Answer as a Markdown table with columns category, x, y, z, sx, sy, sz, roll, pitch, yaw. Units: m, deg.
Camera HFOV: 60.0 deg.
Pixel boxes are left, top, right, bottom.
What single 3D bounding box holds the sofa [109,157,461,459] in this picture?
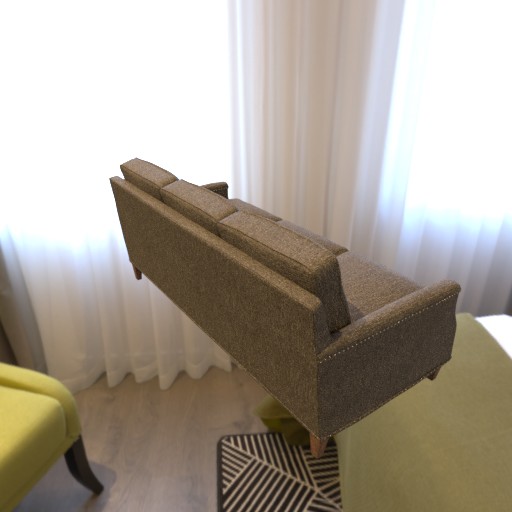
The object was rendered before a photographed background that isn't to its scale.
| category | x | y | z | sx | sy | sz | roll | pitch | yaw |
| --- | --- | --- | --- | --- | --- | --- | --- | --- | --- |
| sofa | 0.000 | 0.000 | 2.831 | 1.084 | 1.003 | 2.246 | -18 | 31 | -32 |
